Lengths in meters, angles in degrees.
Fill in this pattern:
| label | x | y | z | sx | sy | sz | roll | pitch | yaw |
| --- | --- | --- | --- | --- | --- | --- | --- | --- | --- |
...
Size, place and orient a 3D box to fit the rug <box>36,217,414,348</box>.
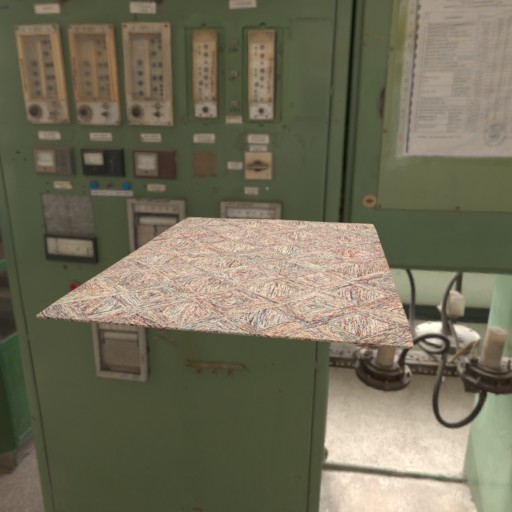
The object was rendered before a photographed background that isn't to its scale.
| label | x | y | z | sx | sy | sz | roll | pitch | yaw |
| --- | --- | --- | --- | --- | --- | --- | --- | --- | --- |
| rug | 0.000 | 0.000 | 4.246 | 2.436 | 0.024 | 3.226 | 3 | 17 | 10 |
